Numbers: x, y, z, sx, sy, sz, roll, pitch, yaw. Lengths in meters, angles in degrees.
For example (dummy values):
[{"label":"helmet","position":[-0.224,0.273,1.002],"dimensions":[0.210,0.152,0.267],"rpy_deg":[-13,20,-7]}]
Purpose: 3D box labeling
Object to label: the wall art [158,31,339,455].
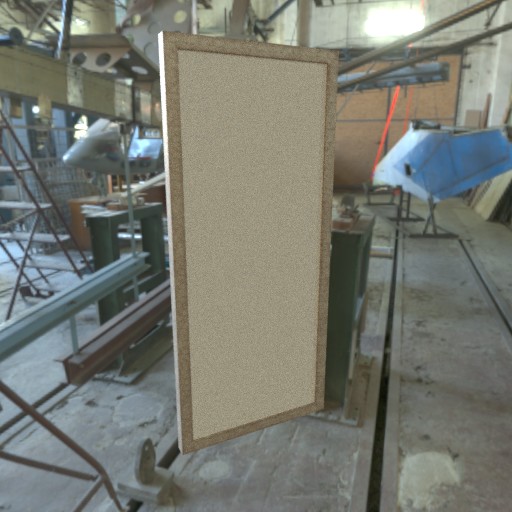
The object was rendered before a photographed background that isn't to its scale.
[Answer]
[{"label":"wall art","position":[0.000,0.000,1.654],"dimensions":[0.648,1.461,0.051],"rpy_deg":[-7,16,-26]}]
